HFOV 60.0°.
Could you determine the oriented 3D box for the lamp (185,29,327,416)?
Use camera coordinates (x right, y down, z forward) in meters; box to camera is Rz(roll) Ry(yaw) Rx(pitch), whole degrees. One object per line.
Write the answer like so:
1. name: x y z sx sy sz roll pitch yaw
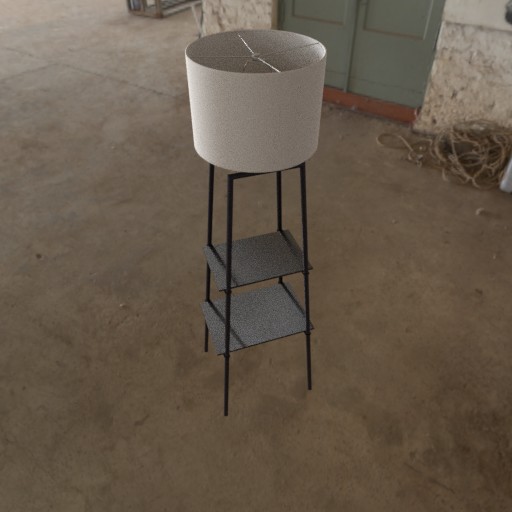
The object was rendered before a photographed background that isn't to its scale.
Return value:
1. lamp: 0.000 0.000 1.668 0.427 1.474 0.384 -13 43 -14
